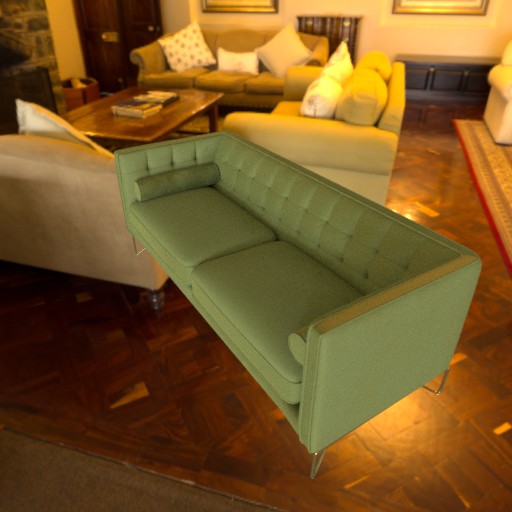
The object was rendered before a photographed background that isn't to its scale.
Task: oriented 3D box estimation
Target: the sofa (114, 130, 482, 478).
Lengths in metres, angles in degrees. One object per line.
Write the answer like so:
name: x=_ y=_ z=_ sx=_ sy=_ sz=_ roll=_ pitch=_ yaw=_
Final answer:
sofa: x=0.000 y=0.000 z=2.469 sx=0.867 sy=0.789 sz=2.087 roll=-19 pitch=36 yaw=-27
